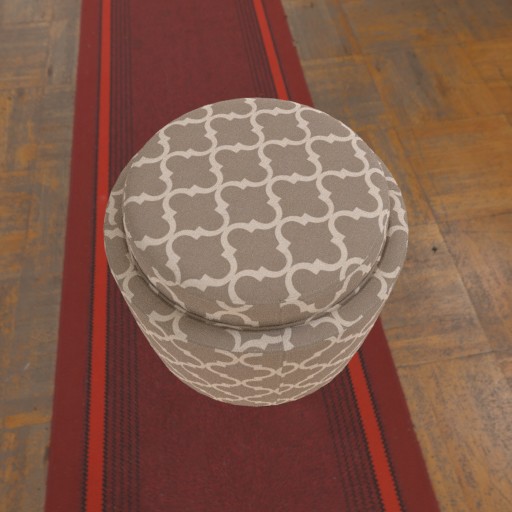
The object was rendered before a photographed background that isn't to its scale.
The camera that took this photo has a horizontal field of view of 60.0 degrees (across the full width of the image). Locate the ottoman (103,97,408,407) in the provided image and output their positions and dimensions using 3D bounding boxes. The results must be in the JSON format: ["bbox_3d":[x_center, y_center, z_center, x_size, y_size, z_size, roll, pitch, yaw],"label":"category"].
[{"bbox_3d":[0.000,0.000,0.816,0.480,0.429,0.480,0,59,0],"label":"ottoman"}]
